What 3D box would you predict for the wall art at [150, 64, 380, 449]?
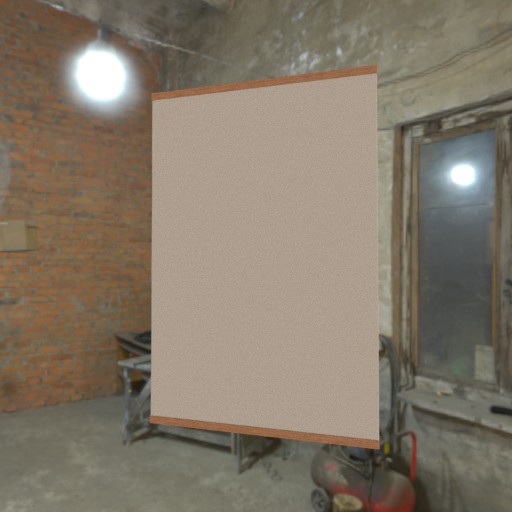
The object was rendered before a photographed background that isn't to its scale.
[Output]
[{"bbox_3d":[0.000,0.000,1.909,1.019,1.527,0.019,0,-1,17],"label":"wall art"}]
